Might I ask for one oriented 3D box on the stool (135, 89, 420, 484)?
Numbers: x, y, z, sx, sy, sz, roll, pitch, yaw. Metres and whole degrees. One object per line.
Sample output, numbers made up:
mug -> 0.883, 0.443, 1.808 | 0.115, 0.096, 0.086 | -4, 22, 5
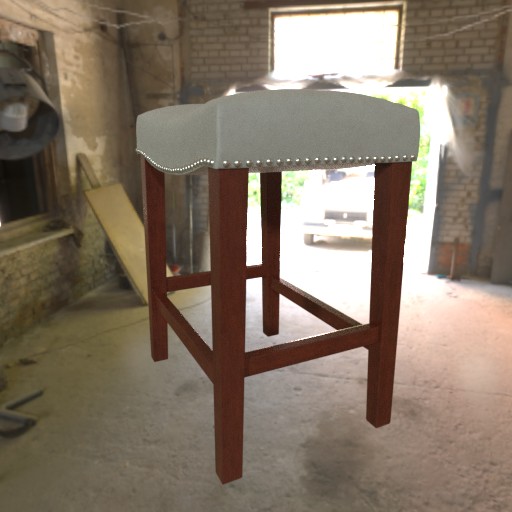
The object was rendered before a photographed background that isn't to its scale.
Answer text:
stool -> 0.000, 0.000, 0.943 | 0.375, 0.632, 0.509 | -8, 17, -25
